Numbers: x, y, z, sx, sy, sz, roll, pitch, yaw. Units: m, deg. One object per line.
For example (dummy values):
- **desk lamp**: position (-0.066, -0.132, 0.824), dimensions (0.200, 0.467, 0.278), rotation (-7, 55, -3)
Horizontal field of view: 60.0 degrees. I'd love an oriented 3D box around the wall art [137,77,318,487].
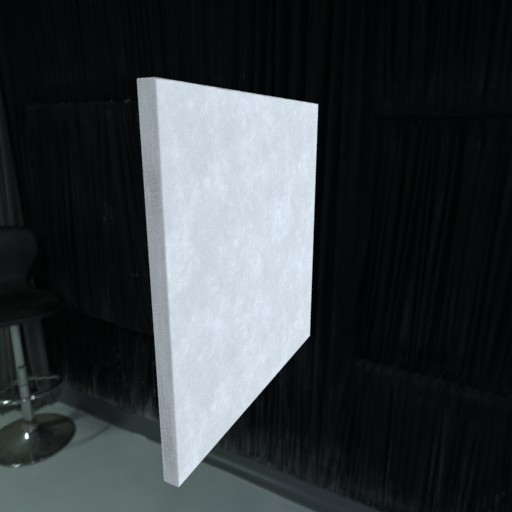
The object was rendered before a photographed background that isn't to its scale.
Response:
- **wall art**: position (0.000, 0.000, 0.443), dimensions (0.015, 0.303, 0.303), rotation (8, 17, 25)
